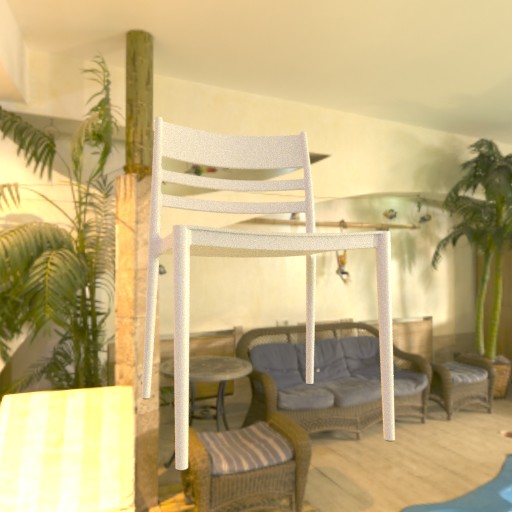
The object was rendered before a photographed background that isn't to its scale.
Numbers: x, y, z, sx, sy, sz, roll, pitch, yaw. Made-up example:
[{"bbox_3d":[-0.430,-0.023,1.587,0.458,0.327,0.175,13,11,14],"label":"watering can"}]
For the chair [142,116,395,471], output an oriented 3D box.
[{"bbox_3d":[0.000,0.000,1.128,0.531,0.800,0.511,0,-2,-18],"label":"chair"}]
